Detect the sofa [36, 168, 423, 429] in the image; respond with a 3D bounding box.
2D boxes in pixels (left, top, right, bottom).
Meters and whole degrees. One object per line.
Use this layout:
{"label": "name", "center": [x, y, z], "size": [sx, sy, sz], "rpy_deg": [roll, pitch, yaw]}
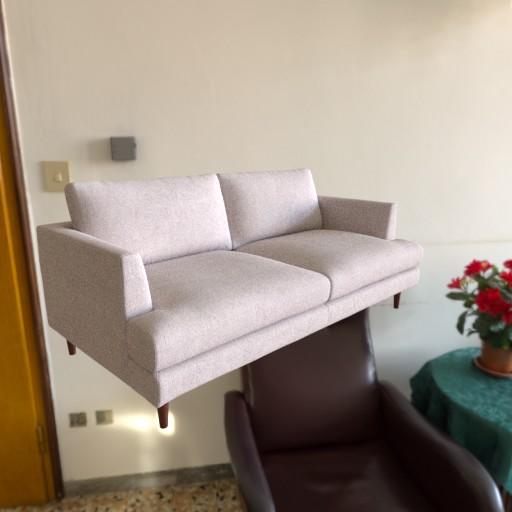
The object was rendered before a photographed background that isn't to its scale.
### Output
{"label": "sofa", "center": [0.000, 0.000, 2.442], "size": [1.948, 0.868, 1.020], "rpy_deg": [-14, 20, -43]}
